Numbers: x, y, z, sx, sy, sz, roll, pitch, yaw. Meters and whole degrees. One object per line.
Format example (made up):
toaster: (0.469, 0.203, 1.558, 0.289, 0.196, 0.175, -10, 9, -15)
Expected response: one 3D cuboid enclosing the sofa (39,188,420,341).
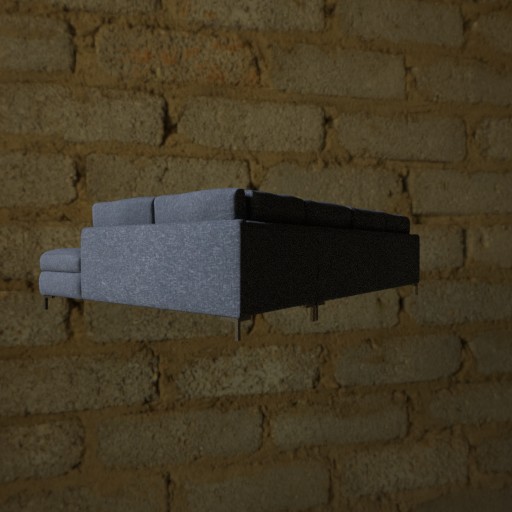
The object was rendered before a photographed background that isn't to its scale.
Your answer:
sofa: (0.000, 0.000, 3.974, 2.007, 0.815, 2.949, 1, 1, 37)
